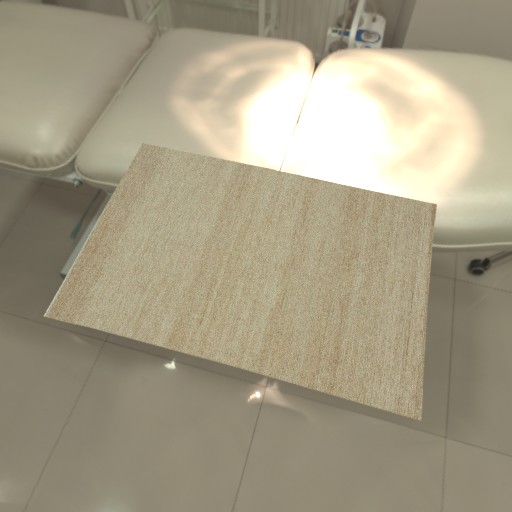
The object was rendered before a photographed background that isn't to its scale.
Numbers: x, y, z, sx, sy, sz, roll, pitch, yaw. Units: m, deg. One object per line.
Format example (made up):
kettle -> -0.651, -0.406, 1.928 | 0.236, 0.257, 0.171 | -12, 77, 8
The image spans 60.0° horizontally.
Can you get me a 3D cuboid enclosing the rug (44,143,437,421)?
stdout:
rug -> 0.000, 0.000, 3.017 | 2.346, 0.029, 1.574 | 13, 60, 8
